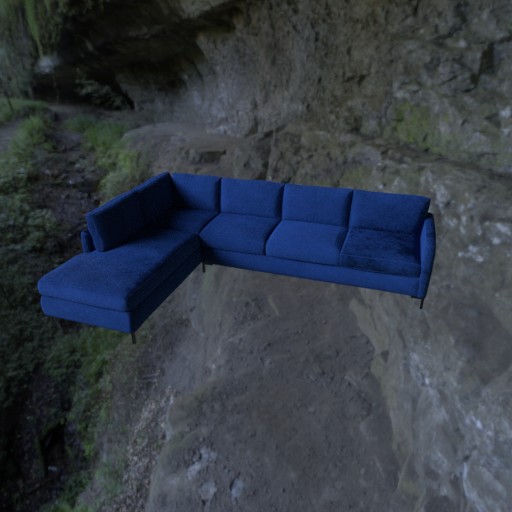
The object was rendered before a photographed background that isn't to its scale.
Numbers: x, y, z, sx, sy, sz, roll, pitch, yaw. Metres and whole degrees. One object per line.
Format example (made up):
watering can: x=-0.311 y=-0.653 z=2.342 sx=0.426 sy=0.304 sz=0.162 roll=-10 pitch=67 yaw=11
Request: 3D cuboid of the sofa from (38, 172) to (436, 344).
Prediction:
sofa: x=0.000 y=0.000 z=3.846 sx=2.949 sy=0.815 sz=2.007 roll=8 pitch=28 yaw=16
